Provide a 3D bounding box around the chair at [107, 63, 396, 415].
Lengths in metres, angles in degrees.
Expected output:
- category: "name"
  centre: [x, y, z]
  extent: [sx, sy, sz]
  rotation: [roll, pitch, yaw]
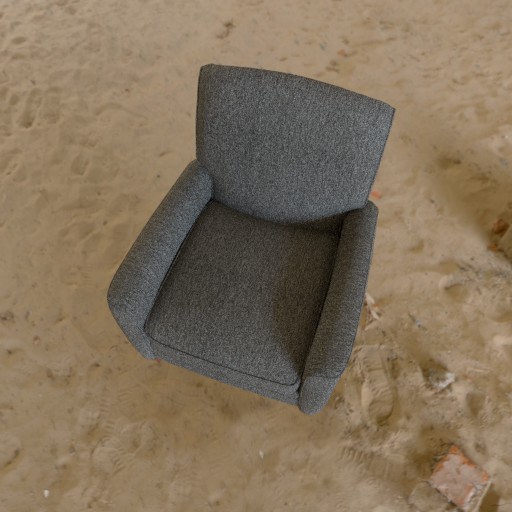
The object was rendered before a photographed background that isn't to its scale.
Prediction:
- category: "chair"
  centre: [0.000, 0.000, 1.673]
  extent: [0.848, 1.014, 0.864]
  rotation: [16, 60, 10]
